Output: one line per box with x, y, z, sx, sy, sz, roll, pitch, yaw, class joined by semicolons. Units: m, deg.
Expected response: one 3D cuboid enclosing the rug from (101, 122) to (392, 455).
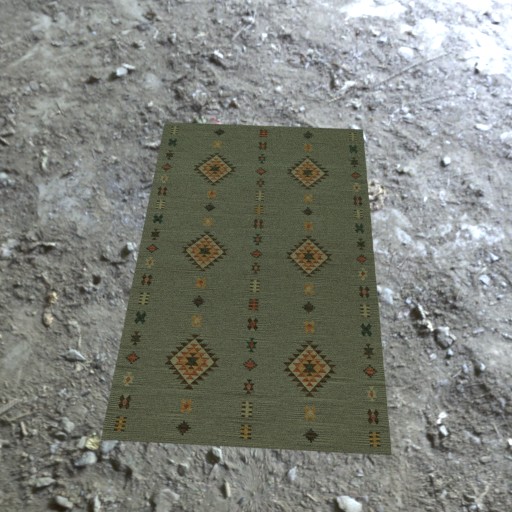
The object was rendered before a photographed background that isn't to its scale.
0.000;0.000;2.281;1.217;0.005;1.818;3;61;1;rug
